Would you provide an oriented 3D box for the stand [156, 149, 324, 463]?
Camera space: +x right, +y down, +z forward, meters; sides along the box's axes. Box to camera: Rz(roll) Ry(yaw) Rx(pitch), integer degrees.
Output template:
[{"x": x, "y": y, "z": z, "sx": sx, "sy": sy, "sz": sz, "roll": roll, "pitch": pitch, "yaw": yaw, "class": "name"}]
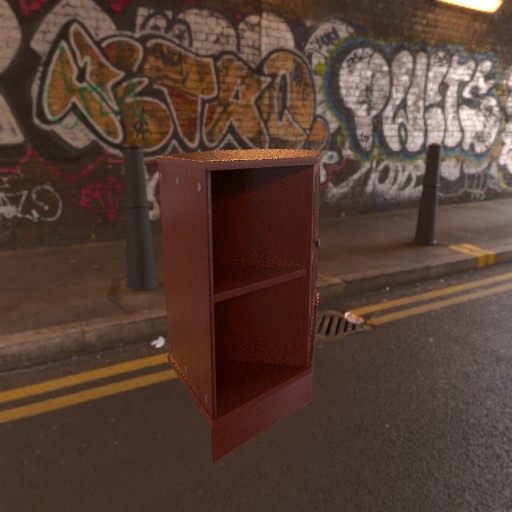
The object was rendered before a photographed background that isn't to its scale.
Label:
[{"x": 0.000, "y": 0.000, "z": 1.351, "sx": 0.381, "sy": 0.614, "sz": 1.072, "roll": 2, "pitch": 15, "yaw": 9, "class": "stand"}]
